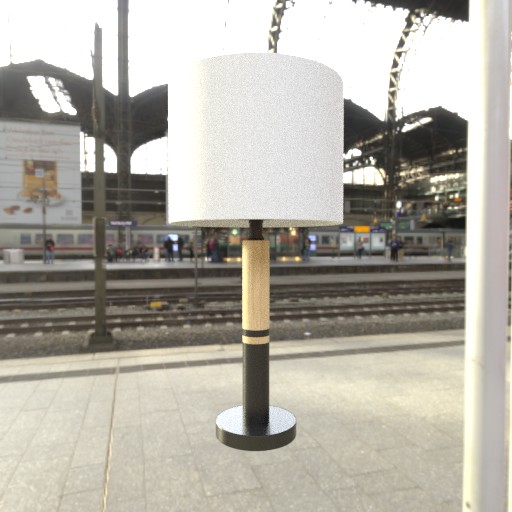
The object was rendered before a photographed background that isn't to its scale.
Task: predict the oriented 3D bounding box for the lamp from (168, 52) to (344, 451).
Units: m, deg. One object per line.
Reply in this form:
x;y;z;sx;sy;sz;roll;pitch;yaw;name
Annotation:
0.000;0.000;0.792;0.305;0.640;0.305;0;2;-18;lamp
